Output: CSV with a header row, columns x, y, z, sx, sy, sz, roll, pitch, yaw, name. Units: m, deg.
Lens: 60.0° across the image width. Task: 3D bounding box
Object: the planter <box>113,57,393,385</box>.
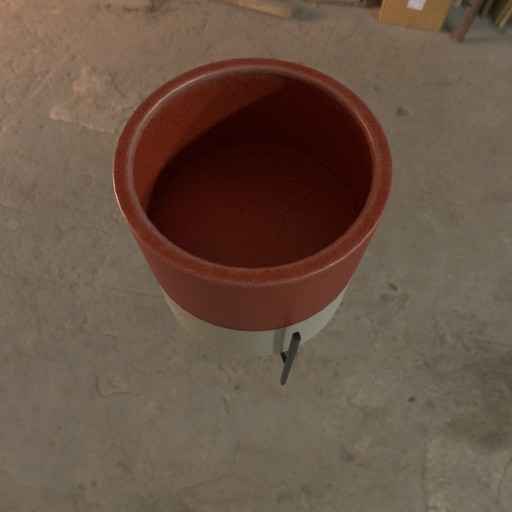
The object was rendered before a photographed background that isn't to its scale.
x,y,z,sx,sy,sz,roll,pitch,yaw,name
0.000,0.000,0.524,0.235,0.354,0.251,-16,65,-7,planter
